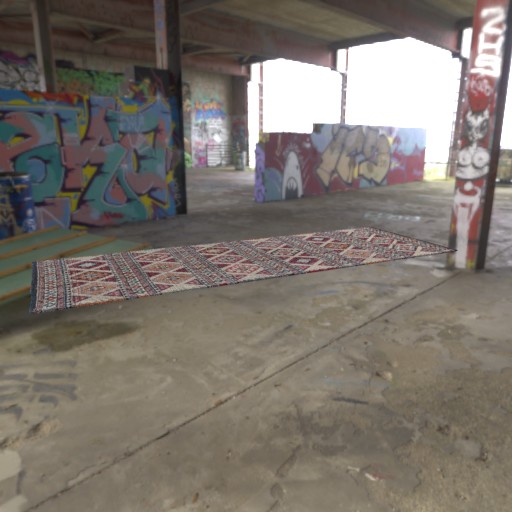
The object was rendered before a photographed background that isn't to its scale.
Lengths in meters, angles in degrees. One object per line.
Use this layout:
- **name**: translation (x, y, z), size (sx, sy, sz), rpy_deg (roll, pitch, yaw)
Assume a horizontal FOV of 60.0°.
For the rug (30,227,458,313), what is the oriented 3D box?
- **rug**: translation (0.000, 0.000, 2.588), size (2.362, 0.008, 0.832), rpy_deg (-7, 16, -25)
